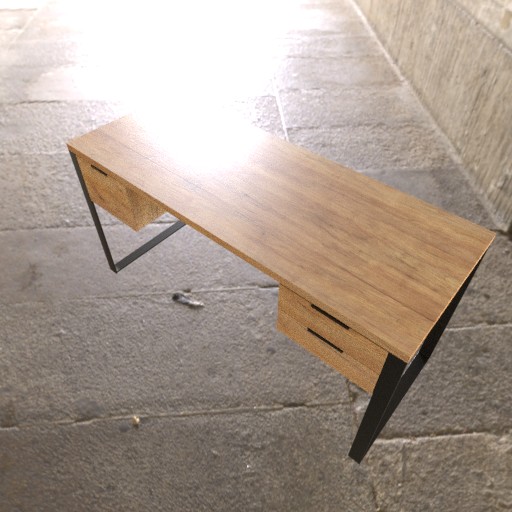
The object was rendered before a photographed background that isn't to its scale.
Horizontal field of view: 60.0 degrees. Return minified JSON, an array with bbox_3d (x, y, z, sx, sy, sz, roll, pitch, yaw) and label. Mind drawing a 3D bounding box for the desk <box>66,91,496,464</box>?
[{"bbox_3d":[0.000,0.000,1.882,1.520,0.760,0.600,32,54,27],"label":"desk"}]
